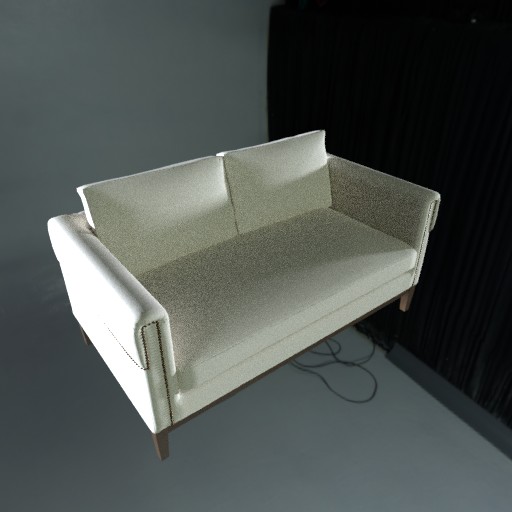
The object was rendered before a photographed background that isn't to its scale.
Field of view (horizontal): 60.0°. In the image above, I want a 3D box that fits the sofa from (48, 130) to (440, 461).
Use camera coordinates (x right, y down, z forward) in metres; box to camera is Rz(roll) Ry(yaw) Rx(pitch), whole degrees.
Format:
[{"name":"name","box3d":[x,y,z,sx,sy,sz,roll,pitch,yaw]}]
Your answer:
[{"name":"sofa","box3d":[0.000,0.000,2.121,1.598,0.873,0.905,-22,37,-31]}]
